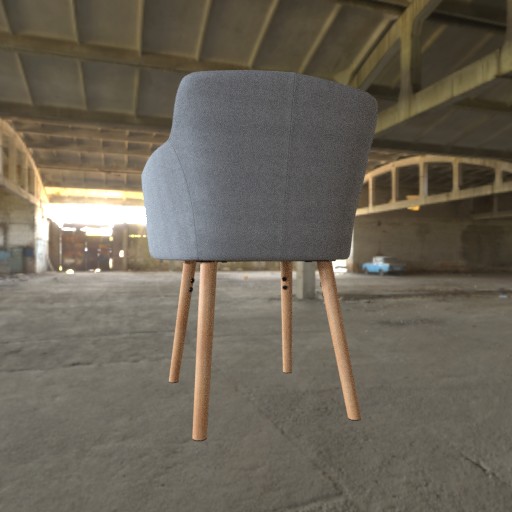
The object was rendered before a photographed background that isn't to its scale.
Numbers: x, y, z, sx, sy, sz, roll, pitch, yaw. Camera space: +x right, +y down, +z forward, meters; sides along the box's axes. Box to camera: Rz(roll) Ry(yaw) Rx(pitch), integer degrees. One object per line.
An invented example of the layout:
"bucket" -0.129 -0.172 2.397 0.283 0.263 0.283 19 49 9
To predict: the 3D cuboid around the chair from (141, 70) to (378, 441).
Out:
"chair" 0.000 0.000 1.181 0.570 0.780 0.540 0 0 -18
